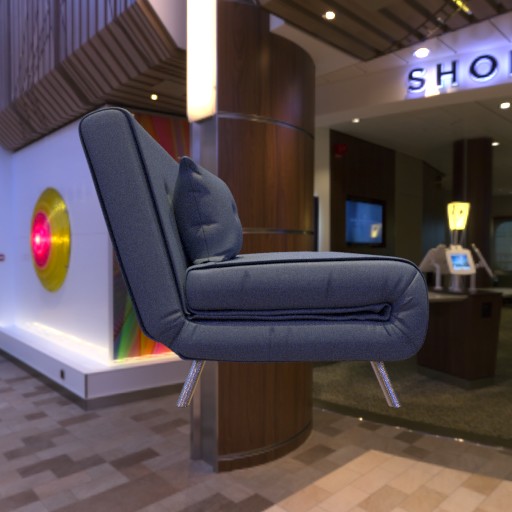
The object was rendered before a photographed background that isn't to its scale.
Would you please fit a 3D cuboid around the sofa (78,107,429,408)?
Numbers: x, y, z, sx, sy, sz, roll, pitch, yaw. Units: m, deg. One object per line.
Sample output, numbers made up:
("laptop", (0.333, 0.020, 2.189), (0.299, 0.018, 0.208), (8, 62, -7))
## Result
("sofa", (0.000, 0.000, 1.725), (0.996, 0.860, 0.999), (0, 1, 0))
